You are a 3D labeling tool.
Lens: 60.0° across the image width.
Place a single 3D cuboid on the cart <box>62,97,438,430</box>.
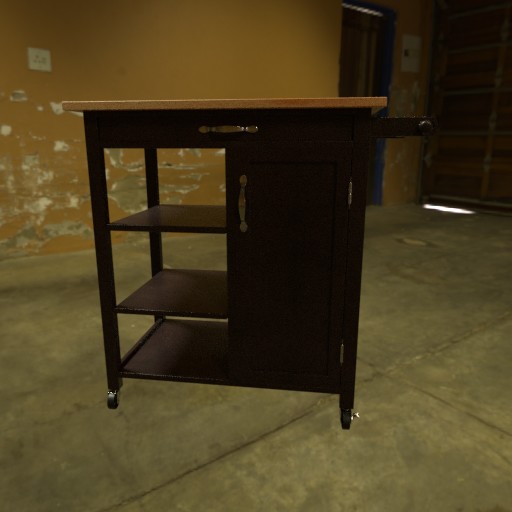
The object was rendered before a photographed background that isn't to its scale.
[{"bbox_3d":[0.000,0.000,1.377,0.914,0.878,0.472,2,14,8],"label":"cart"}]
